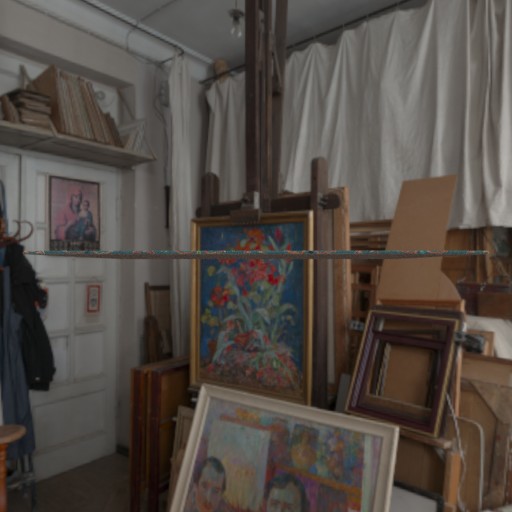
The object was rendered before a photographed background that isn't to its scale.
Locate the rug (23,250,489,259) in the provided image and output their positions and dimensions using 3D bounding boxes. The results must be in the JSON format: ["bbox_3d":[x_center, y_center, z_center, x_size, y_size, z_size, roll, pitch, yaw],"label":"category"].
[{"bbox_3d":[0.000,0.000,2.346,1.836,0.014,1.216,0,-1,1],"label":"rug"}]
